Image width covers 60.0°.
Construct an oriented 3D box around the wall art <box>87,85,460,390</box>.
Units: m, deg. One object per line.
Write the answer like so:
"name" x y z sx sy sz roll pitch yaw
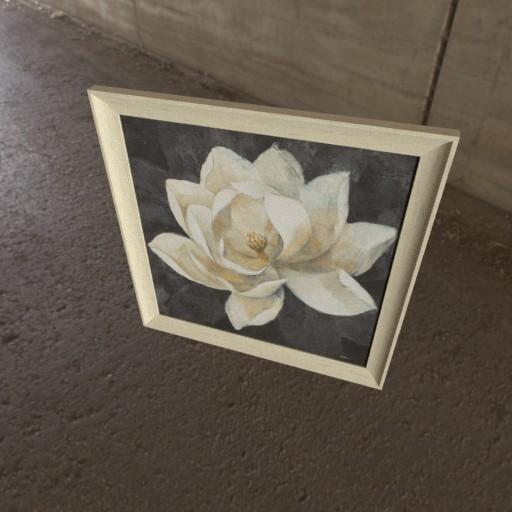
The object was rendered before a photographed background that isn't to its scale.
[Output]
"wall art" 0.000 0.000 1.496 1.016 1.016 0.045 12 41 14
